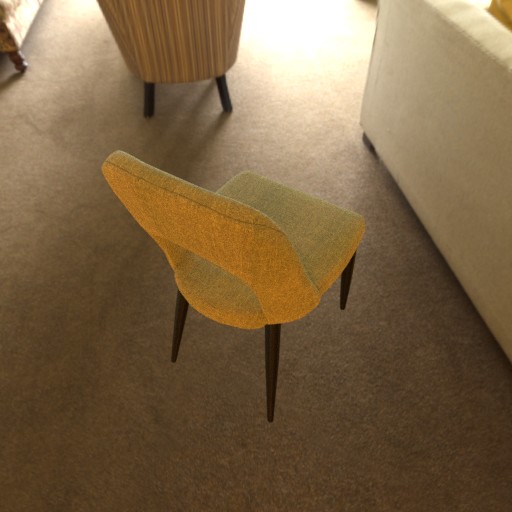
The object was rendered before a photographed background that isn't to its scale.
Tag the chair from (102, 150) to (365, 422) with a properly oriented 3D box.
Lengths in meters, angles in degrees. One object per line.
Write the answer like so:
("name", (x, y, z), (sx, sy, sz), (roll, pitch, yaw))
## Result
("chair", (0.000, 0.000, 1.274), (0.470, 0.931, 0.612), (26, 53, 21))
